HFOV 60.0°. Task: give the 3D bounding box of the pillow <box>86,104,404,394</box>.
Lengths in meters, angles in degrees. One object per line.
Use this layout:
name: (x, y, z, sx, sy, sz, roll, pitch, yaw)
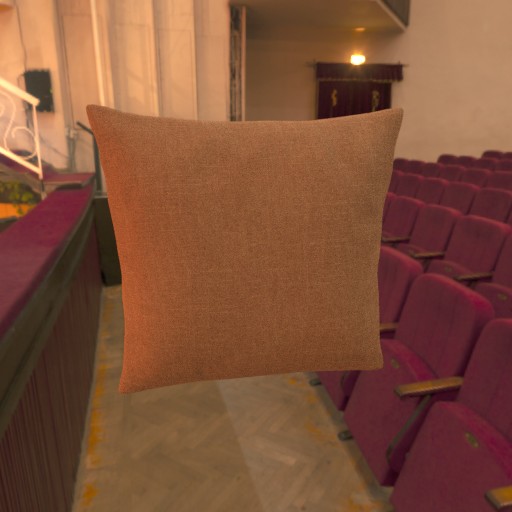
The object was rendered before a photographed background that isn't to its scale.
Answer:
pillow: (0.000, 0.000, 0.787, 0.523, 0.506, 0.166, -3, 16, -9)
